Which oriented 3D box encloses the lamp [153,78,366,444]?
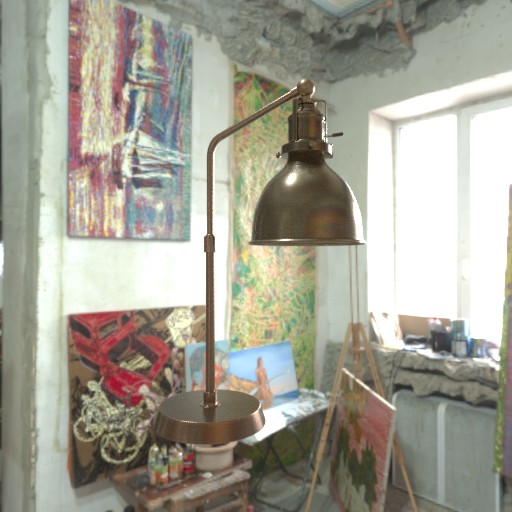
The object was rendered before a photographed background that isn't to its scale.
[{"bbox_3d":[0.000,0.000,0.592,0.286,0.456,0.153,0,0,18],"label":"lamp"}]
